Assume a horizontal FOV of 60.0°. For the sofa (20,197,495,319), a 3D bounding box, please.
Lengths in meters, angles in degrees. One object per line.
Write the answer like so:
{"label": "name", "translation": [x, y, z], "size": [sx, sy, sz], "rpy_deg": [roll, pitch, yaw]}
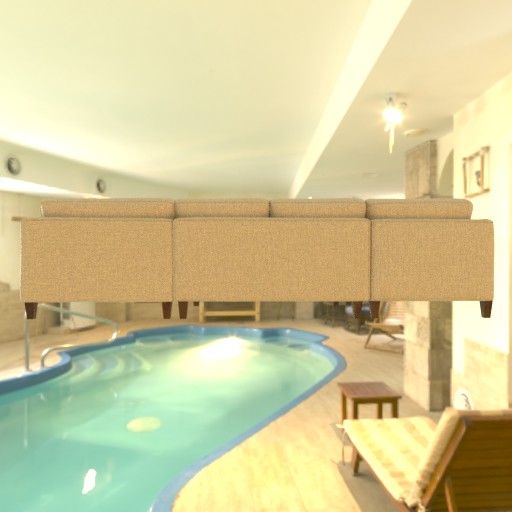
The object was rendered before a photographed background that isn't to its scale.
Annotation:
{"label": "sofa", "translation": [0.000, 0.000, 4.375], "size": [3.403, 0.889, 2.551], "rpy_deg": [0, 0, -1]}
